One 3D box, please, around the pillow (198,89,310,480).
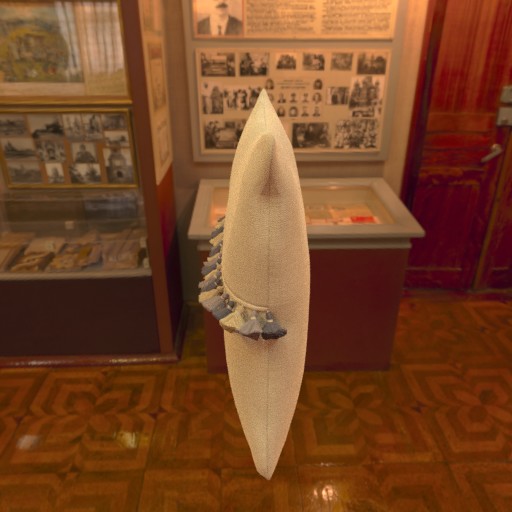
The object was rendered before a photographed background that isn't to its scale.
[{"bbox_3d":[0.000,0.000,0.738,0.165,0.481,0.489,0,26,0],"label":"pillow"}]
